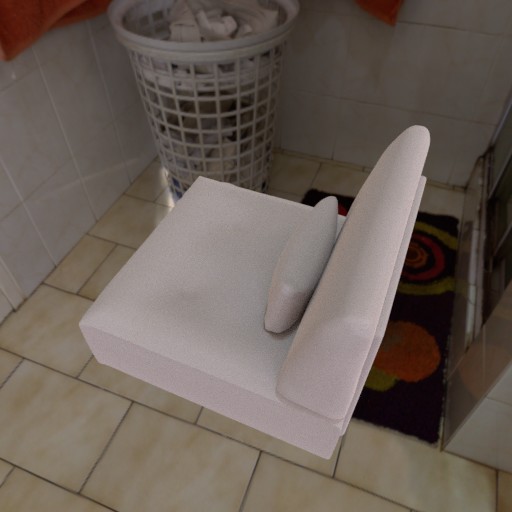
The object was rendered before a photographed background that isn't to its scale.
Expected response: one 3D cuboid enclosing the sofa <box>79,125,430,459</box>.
[{"bbox_3d":[0.000,0.000,1.663,1.000,0.828,0.935,18,50,15],"label":"sofa"}]
